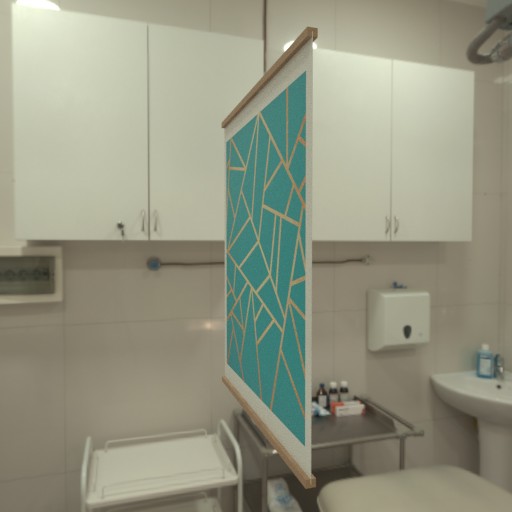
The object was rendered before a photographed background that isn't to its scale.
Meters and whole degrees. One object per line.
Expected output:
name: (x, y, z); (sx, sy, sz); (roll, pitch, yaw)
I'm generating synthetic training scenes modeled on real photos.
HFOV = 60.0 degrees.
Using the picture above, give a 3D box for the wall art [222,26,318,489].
wall art: (0.000, 0.000, 0.681); (0.012, 0.508, 0.405); (-1, 2, -18)
